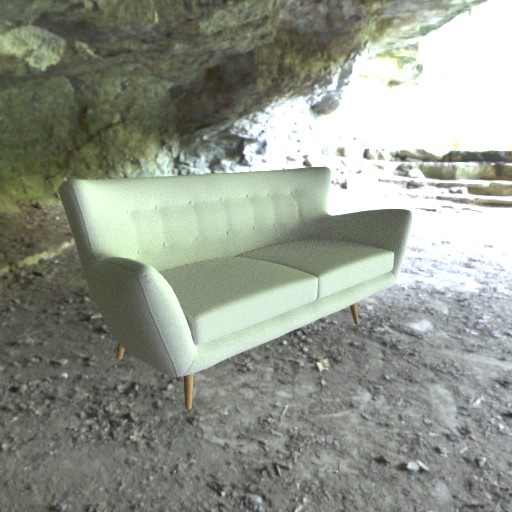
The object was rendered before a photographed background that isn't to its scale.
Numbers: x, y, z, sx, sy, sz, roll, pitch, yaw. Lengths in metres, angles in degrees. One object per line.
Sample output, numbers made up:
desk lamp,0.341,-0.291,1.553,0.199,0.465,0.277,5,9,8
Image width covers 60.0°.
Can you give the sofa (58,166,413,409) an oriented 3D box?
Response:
sofa,0.000,0.000,2.414,1.930,0.890,0.899,-14,19,-43
